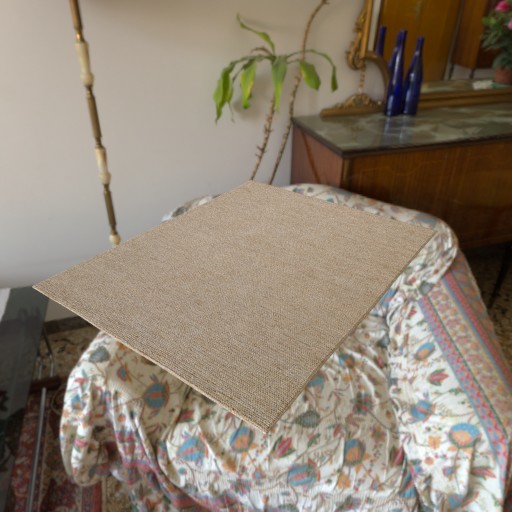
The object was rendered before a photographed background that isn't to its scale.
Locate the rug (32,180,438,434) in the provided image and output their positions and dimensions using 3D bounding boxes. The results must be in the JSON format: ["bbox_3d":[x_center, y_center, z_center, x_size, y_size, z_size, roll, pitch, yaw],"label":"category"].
[{"bbox_3d":[0.000,0.000,4.127,2.406,0.012,3.034,21,37,31],"label":"rug"}]
